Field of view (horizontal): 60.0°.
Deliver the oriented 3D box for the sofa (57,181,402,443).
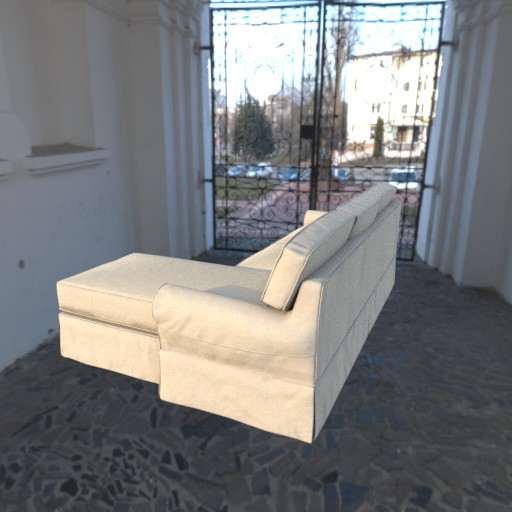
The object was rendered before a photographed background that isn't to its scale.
[{"bbox_3d":[0.000,0.000,3.307,1.733,0.978,2.475,8,18,24],"label":"sofa"}]
